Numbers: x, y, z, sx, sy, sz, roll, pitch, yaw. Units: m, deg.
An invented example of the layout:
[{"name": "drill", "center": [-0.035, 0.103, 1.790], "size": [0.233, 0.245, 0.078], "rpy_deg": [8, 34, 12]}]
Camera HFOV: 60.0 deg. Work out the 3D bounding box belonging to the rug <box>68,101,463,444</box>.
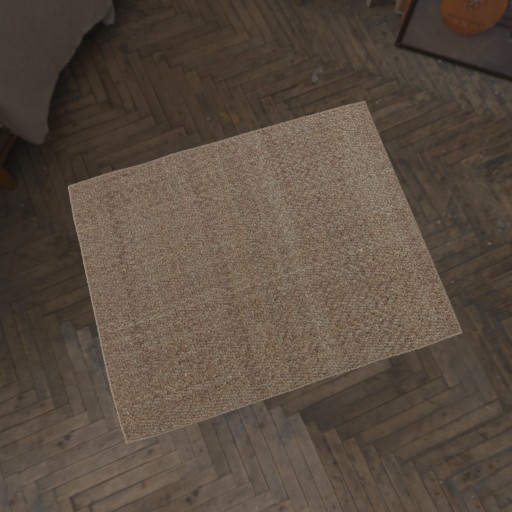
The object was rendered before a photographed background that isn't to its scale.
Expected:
[{"name": "rug", "center": [0.000, 0.000, 4.037], "size": [3.048, 0.013, 2.439], "rpy_deg": [-17, 76, -4]}]
